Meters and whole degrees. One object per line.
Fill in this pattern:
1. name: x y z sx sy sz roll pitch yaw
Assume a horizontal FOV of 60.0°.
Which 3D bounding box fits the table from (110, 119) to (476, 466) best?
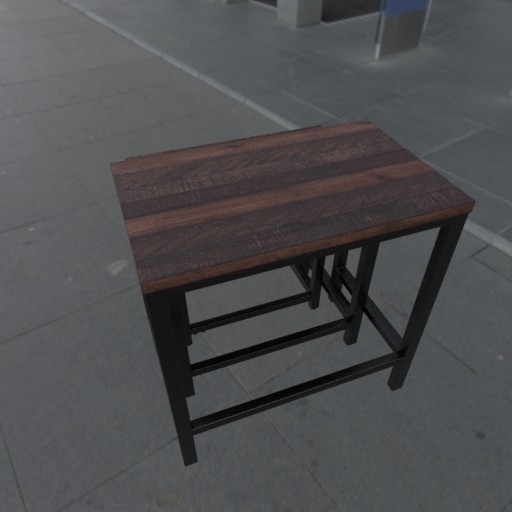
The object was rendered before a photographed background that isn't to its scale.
1. table: 0.000 0.000 1.159 0.608 0.616 0.660 -14 43 -15
